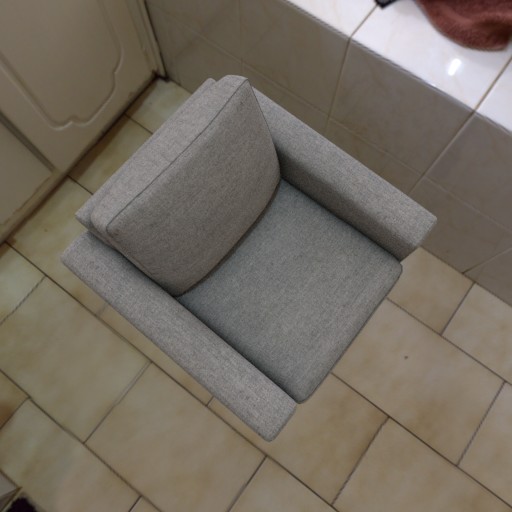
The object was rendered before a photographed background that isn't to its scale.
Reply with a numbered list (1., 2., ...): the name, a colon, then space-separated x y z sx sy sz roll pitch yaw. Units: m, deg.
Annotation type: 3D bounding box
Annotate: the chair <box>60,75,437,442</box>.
1. chair: 0.000 0.000 1.820 1.038 1.010 1.024 38 78 10
